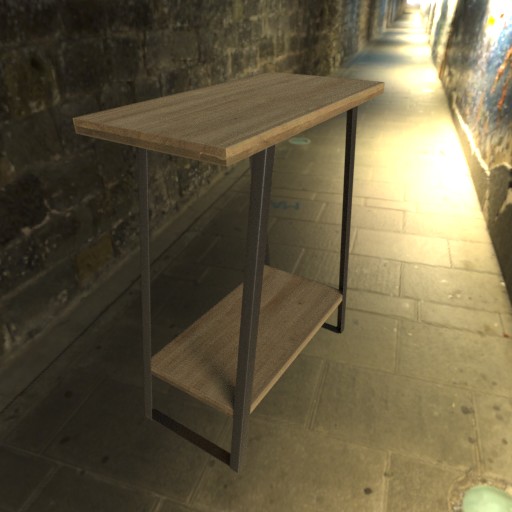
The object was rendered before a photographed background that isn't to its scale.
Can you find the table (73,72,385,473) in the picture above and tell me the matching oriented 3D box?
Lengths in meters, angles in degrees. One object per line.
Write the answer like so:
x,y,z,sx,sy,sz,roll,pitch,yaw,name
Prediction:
0.000,0.000,1.019,0.300,0.701,0.599,18,35,28,table
